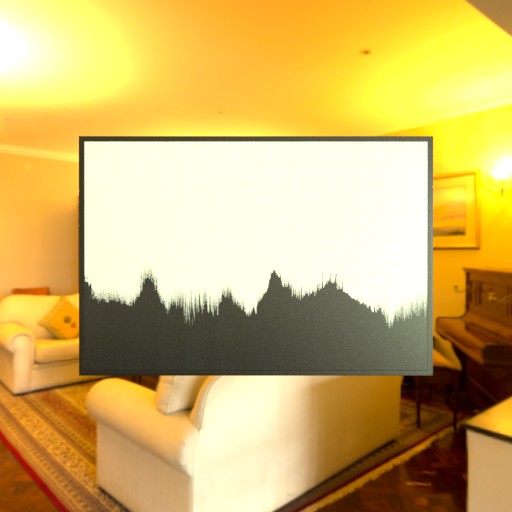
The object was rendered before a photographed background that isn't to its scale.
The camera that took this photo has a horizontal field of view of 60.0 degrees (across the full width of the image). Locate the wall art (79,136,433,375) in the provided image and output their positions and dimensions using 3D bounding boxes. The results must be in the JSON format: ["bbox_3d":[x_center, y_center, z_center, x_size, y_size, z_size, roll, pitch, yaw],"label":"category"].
[{"bbox_3d":[0.000,0.000,0.834,0.659,0.446,0.022,0,0,0],"label":"wall art"}]
